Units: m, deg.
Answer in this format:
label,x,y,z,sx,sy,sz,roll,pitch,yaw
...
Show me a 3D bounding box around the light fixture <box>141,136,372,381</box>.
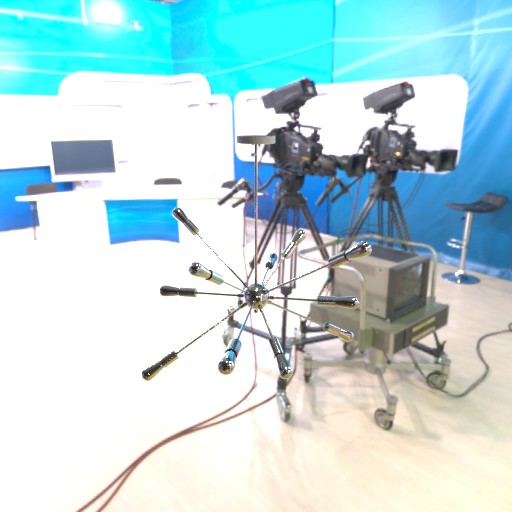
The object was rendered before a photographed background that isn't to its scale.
label,x,y,z,sx,sy,sz,roll,pitch,yaw
light fixture,0.000,0.000,1.065,0.509,0.558,0.684,3,17,9
